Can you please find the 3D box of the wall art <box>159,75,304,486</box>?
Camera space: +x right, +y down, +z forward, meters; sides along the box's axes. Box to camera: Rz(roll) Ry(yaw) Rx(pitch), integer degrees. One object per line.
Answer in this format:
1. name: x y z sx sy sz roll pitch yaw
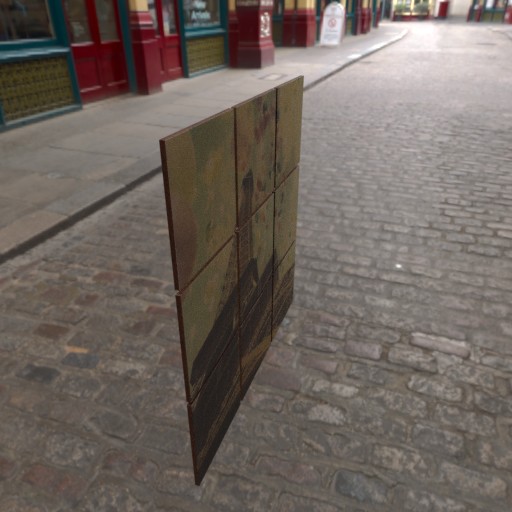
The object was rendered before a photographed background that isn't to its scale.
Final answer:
1. wall art: 0.000 0.000 1.820 0.017 1.246 1.256 10 30 17
